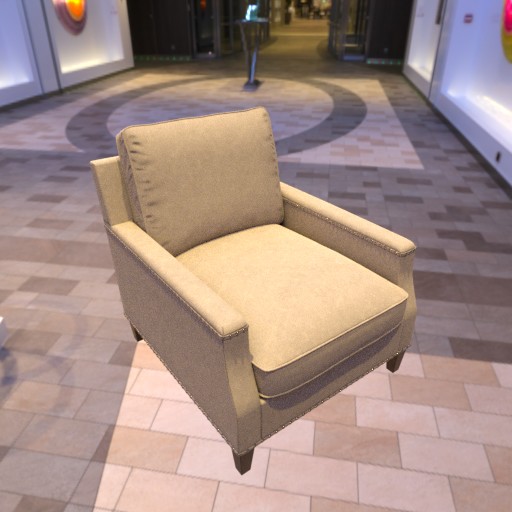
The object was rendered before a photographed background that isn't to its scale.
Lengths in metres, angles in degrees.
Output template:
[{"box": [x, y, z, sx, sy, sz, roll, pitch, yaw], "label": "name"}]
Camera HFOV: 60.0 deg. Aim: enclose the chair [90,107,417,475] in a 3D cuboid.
[{"box": [0.000, 0.000, 1.724, 0.853, 0.943, 1.014, -20, 35, -31], "label": "chair"}]
